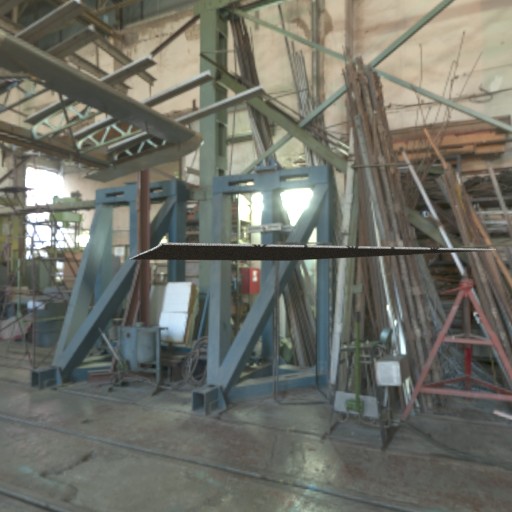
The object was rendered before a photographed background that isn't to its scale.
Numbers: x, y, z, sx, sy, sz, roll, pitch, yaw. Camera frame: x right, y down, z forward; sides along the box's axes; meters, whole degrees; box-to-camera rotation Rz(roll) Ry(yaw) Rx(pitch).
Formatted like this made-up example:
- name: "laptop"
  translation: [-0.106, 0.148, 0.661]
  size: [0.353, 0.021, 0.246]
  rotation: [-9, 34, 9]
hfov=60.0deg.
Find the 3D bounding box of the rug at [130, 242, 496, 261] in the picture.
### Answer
- name: "rug"
  translation: [0.000, 0.000, 2.975]
  size: [1.526, 0.008, 2.465]
  rotation: [1, -2, -19]
